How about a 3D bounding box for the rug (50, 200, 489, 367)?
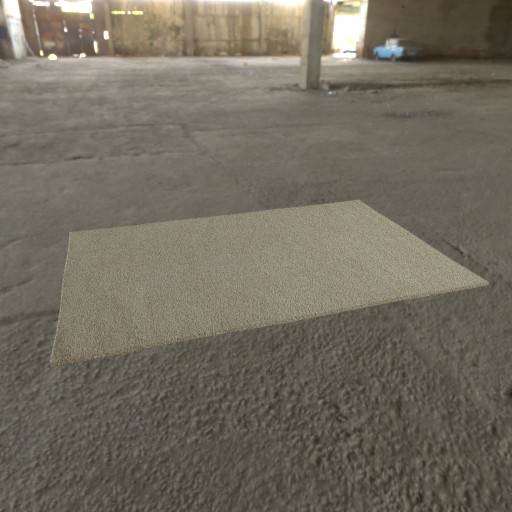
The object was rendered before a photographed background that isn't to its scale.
[{"bbox_3d":[0.000,0.000,2.880,2.346,0.025,1.500,-8,28,-16],"label":"rug"}]
